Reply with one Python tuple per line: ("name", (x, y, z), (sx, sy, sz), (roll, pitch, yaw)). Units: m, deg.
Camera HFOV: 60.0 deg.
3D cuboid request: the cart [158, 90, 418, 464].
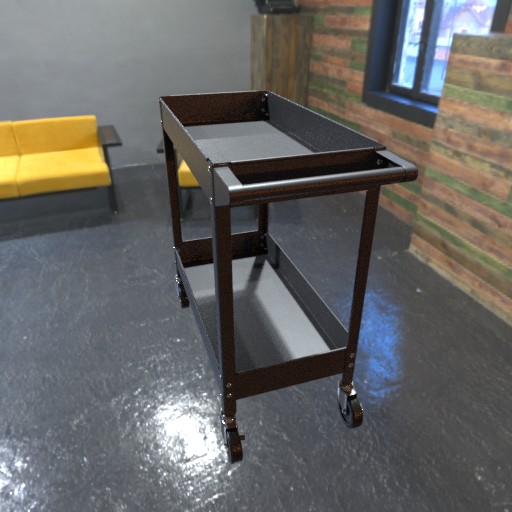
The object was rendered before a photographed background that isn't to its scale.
("cart", (0.000, 0.000, 1.194), (0.366, 0.719, 0.779), (-9, 31, -16))
